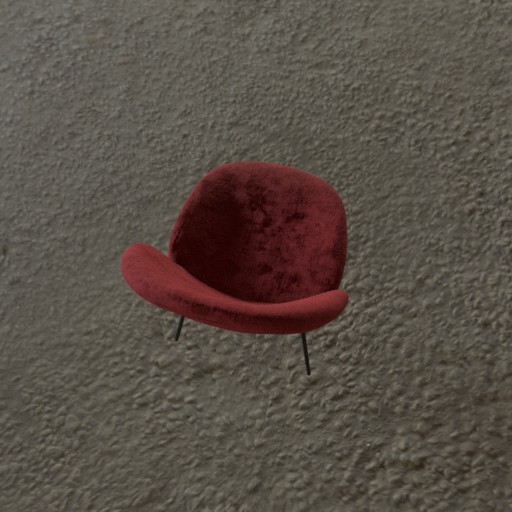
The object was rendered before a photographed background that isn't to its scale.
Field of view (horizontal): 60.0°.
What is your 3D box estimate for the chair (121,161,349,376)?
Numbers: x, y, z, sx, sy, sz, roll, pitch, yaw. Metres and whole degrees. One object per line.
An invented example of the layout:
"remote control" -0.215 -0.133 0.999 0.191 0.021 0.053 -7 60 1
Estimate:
"chair" 0.000 0.000 1.150 0.458 0.791 0.587 13 66 6
